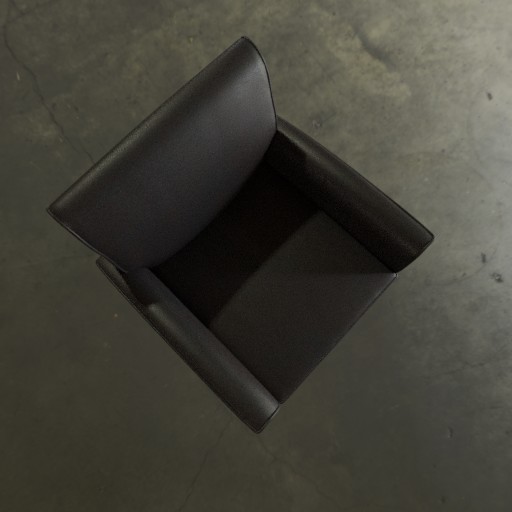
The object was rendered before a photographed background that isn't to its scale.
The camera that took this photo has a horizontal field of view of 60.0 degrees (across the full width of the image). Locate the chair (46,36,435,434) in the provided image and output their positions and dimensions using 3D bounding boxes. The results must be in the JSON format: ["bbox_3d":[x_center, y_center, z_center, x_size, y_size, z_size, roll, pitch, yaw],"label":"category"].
[{"bbox_3d":[0.000,0.000,1.559,0.819,0.916,0.820,43,80,9],"label":"chair"}]
